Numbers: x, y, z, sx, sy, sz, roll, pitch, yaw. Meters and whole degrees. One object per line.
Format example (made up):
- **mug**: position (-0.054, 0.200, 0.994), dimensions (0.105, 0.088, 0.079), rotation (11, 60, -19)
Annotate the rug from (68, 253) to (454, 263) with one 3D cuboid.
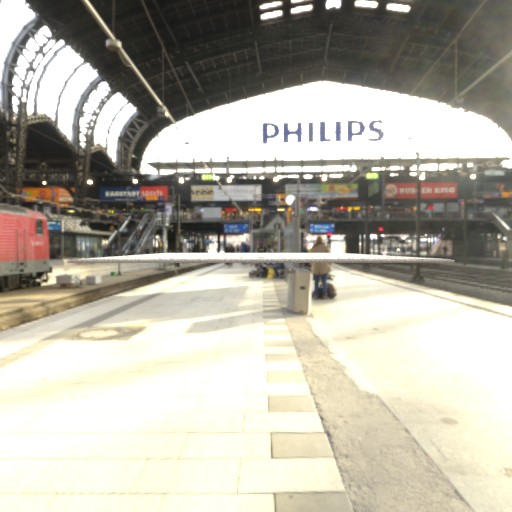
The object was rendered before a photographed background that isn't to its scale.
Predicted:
- **rug**: position (0.000, 0.000, 2.939), dimensions (1.608, 0.014, 2.213), rotation (0, 1, -1)
